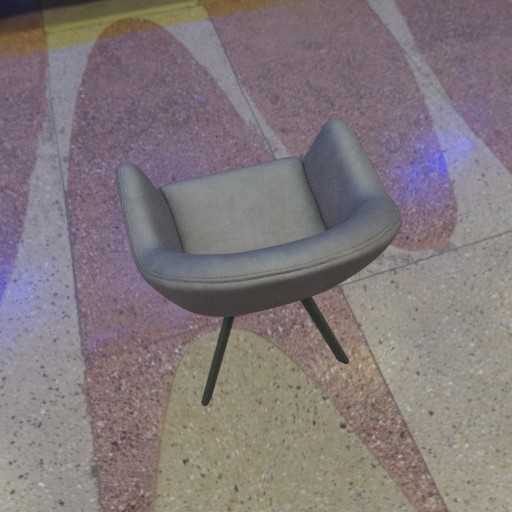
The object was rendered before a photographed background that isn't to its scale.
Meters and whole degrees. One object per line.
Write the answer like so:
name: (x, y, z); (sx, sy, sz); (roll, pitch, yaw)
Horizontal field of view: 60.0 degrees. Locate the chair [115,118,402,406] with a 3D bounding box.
chair: (0.000, 0.000, 1.156); (0.567, 0.781, 0.544); (-14, 61, -8)
